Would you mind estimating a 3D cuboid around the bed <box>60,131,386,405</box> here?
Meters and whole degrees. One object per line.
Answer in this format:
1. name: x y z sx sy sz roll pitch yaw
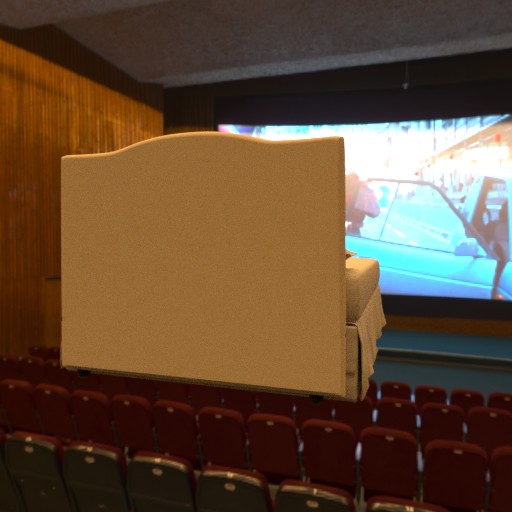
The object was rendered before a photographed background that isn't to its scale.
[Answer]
1. bed: 0.000 0.000 3.609 1.977 1.437 2.477 1 2 18
